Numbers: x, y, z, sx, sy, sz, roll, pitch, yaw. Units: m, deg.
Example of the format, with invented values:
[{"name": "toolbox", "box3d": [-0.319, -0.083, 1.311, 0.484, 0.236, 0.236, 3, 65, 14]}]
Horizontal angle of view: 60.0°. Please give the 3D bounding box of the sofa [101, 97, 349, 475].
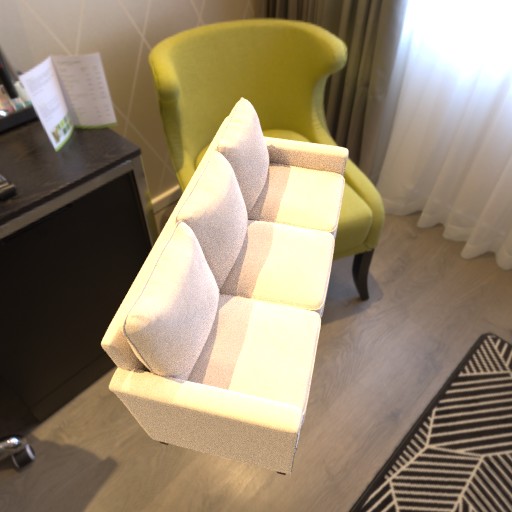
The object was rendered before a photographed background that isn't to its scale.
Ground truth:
[{"name": "sofa", "box3d": [0.000, 0.000, 2.438, 0.828, 0.961, 1.925, 10, 48, 9]}]
